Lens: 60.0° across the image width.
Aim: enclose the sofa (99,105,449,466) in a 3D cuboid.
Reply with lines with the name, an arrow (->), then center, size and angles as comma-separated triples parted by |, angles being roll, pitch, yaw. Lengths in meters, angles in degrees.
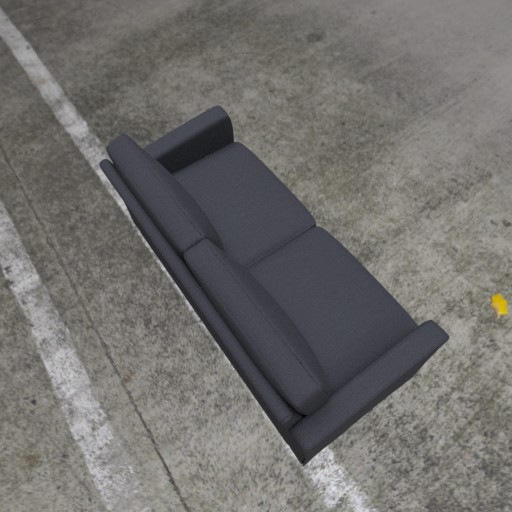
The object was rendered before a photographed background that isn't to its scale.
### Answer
sofa -> 0.000, 0.000, 2.352 | 0.898, 0.839, 1.852 | -31, 63, -18
